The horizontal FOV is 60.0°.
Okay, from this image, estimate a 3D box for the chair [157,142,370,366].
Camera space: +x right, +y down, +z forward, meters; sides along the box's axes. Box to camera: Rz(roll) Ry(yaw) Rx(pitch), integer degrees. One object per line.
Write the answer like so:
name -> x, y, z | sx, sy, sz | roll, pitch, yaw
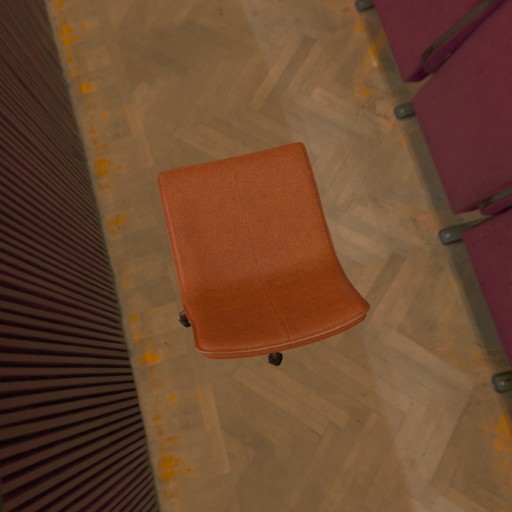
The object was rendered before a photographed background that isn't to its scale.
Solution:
chair -> 0.000, 0.000, 1.341 | 0.651, 0.920, 0.660 | -13, 76, -3
